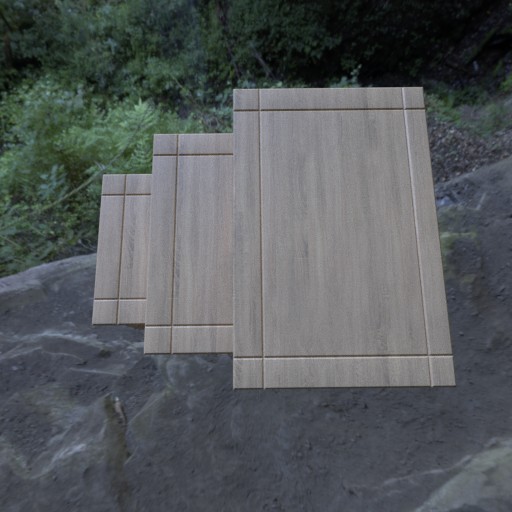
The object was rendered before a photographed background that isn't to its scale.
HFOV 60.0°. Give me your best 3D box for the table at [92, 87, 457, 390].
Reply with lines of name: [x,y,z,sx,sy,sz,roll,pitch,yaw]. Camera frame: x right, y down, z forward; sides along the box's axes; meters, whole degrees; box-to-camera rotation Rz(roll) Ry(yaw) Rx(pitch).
table: [0.000,0.000,1.195,0.773,0.535,0.660,-1,77,0]
